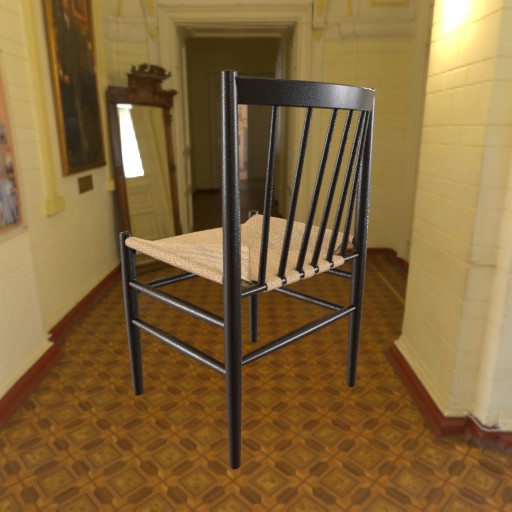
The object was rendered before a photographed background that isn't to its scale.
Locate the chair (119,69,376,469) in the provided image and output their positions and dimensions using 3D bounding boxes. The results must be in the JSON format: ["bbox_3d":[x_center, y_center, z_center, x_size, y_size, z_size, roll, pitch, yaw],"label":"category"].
[{"bbox_3d":[0.000,0.000,1.138,0.516,0.818,0.495,15,21,43],"label":"chair"}]
